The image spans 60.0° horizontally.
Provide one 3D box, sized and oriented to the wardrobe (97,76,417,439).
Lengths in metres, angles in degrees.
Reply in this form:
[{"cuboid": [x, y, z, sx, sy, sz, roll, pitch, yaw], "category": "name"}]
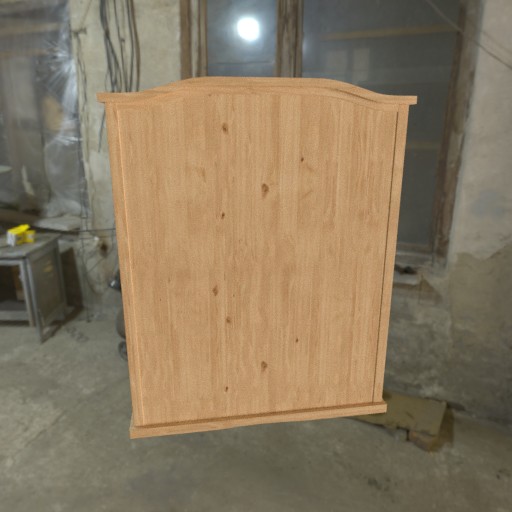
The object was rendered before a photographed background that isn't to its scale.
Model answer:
[{"cuboid": [0.000, 0.000, 2.560, 1.500, 1.870, 0.570, -3, 17, -9], "category": "wardrobe"}]
